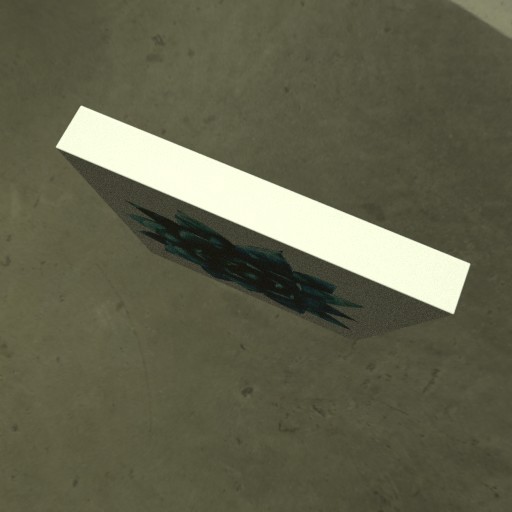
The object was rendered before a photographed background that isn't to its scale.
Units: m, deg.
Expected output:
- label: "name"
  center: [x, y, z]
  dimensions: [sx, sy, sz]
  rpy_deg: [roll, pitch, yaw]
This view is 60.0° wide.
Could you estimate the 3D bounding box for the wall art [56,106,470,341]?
- label: "wall art"
  center: [0.000, 0.000, 0.462]
  dimensions: [0.305, 0.305, 0.038]
  rpy_deg: [23, 77, 6]
